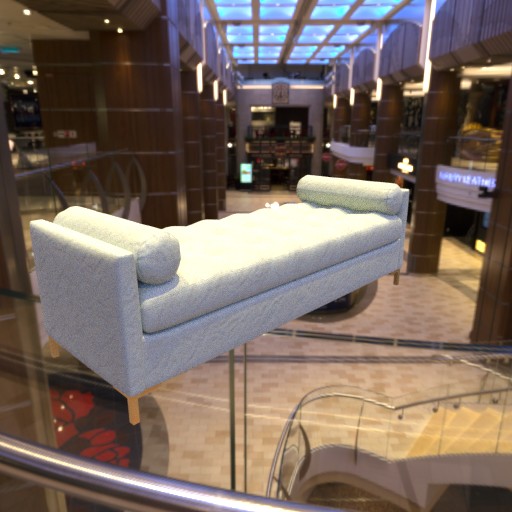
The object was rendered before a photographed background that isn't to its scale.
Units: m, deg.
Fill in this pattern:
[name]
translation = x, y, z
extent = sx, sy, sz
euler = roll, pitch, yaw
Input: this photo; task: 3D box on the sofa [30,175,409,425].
[sofa]
translation = 0.000, 0.000, 2.478
extent = 0.796, 0.705, 2.102
euler = 16, 23, 42
